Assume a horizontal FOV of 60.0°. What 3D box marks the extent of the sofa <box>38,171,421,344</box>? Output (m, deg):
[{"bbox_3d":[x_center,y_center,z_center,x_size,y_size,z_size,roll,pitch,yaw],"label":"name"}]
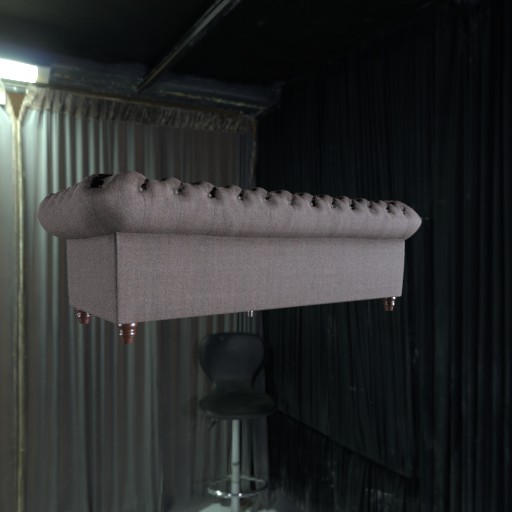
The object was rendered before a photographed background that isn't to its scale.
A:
[{"bbox_3d":[0.000,0.000,2.824,2.385,0.787,0.944,0,1,-36],"label":"sofa"}]
